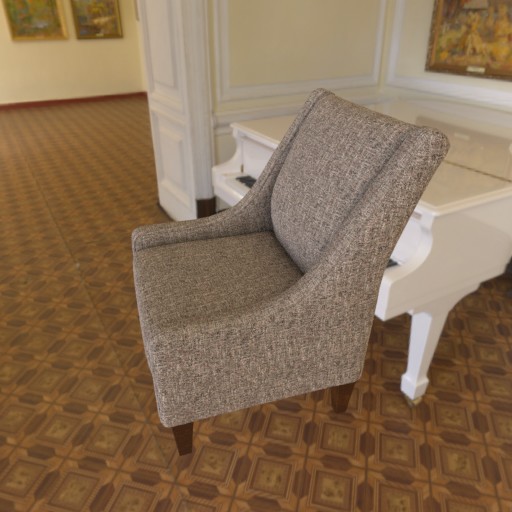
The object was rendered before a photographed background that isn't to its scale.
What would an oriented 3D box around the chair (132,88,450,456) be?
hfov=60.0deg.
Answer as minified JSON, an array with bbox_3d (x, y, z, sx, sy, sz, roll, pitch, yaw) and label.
[{"bbox_3d":[0.000,0.000,1.605,0.870,1.014,0.774,-9,31,-15],"label":"chair"}]
